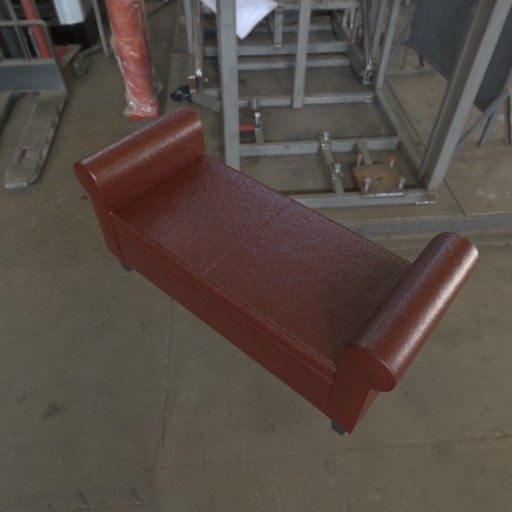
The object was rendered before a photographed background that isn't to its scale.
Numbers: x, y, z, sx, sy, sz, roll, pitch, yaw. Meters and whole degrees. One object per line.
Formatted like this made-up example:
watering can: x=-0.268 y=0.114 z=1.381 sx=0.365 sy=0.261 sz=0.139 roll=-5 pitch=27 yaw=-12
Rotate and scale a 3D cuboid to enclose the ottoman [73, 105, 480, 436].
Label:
ottoman: x=0.000 y=0.000 z=1.572 sx=1.256 sy=0.547 sz=0.521 roll=32 pitch=55 yaw=26
